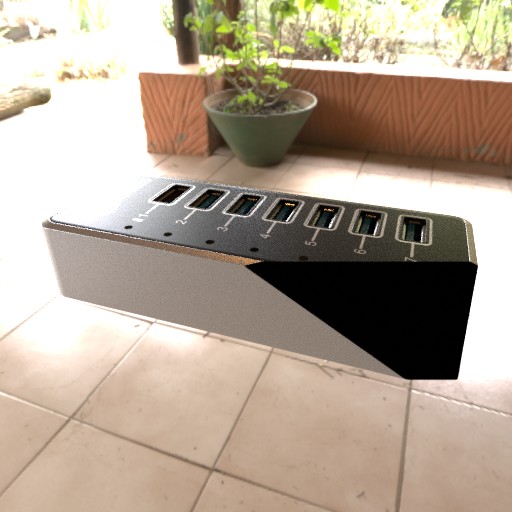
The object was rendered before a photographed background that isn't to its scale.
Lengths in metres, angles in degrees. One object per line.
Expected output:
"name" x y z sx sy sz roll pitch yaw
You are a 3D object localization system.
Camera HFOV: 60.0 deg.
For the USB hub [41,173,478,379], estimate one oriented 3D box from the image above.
"USB hub" 0.000 0.000 0.125 0.110 0.023 0.044 10 32 17
